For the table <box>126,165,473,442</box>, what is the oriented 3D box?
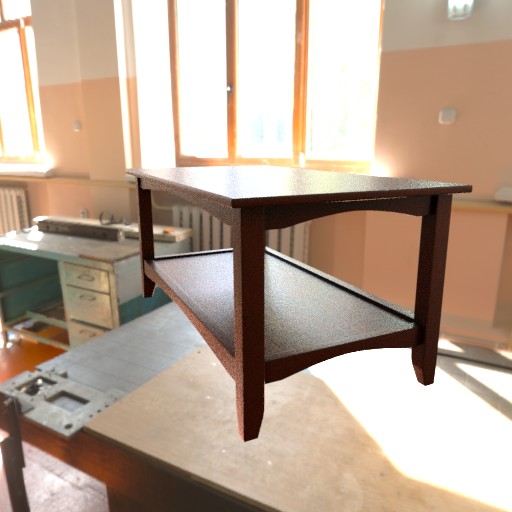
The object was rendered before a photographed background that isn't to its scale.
[{"bbox_3d":[0.000,0.000,1.260,0.533,0.456,0.943,-7,16,-25],"label":"table"}]
